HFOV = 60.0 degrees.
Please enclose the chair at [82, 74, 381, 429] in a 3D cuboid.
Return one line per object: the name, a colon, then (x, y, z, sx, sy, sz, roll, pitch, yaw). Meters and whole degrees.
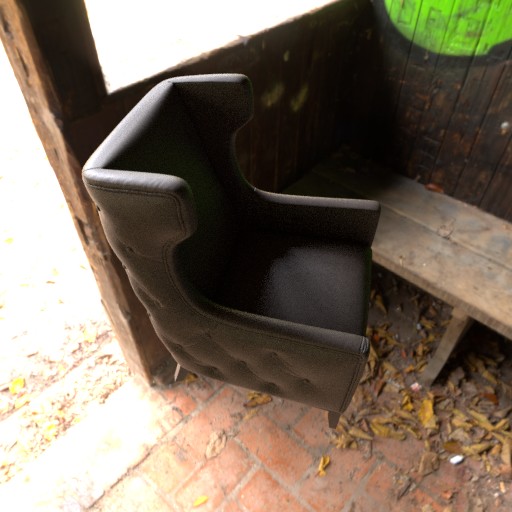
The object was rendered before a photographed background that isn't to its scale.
chair: (0.000, 0.000, 1.673, 0.899, 1.079, 0.769, 10, 47, 10)
